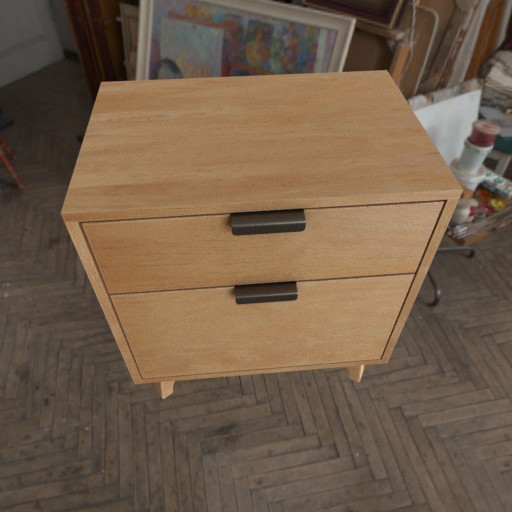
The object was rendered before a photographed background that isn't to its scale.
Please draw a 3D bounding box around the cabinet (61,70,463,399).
[{"bbox_3d":[0.000,0.000,0.942,0.551,0.599,0.394,-4,48,-3],"label":"cabinet"}]
